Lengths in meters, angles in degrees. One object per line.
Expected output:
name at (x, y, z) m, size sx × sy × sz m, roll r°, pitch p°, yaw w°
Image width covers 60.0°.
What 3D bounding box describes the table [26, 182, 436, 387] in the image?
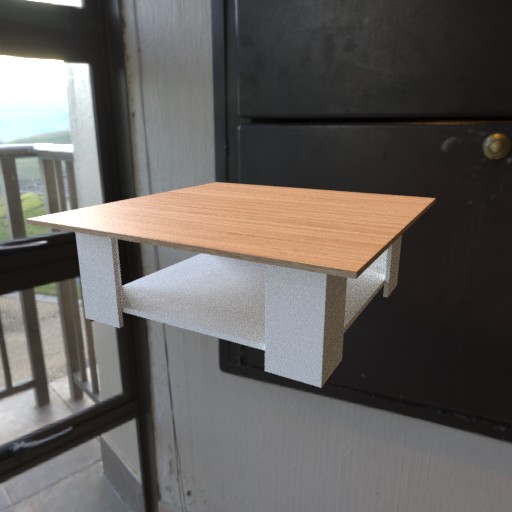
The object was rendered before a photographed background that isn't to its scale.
table at (0.000, 0.000, 1.373) m, size 0.890 × 0.305 × 0.890 m, roll 9°, pitch 19°, yaw 28°
